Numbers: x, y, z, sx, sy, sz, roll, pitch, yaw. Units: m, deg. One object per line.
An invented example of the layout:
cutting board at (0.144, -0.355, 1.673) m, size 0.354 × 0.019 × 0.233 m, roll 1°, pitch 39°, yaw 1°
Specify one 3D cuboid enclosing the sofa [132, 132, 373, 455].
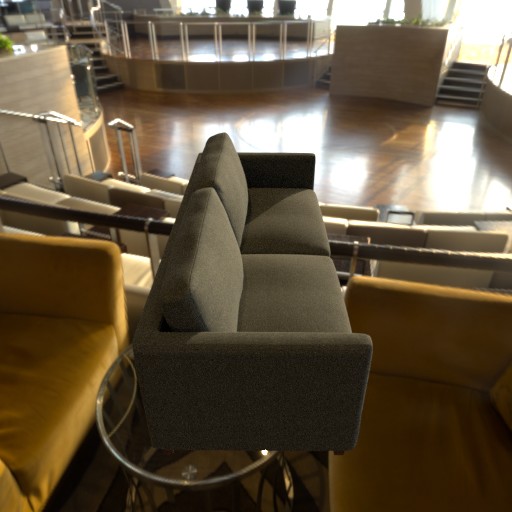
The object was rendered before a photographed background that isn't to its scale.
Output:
sofa at (0.000, 0.000, 2.722) m, size 0.948 × 0.965 × 2.208 m, roll 0°, pitch 32°, yaw 0°
